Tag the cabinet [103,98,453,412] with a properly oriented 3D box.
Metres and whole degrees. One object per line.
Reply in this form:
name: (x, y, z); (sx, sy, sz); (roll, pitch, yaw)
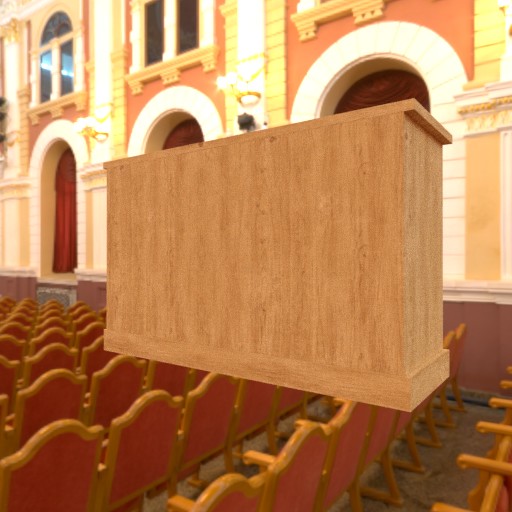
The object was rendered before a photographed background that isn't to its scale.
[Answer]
cabinet: (0.000, 0.000, 1.704); (1.321, 0.810, 0.432); (0, 0, 36)
